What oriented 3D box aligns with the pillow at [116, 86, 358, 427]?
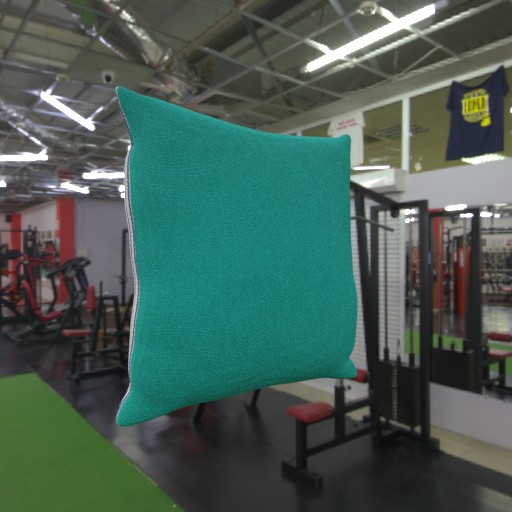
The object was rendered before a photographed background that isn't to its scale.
[{"bbox_3d":[0.000,0.000,0.685,0.440,0.441,0.182,0,0,-36],"label":"pillow"}]
